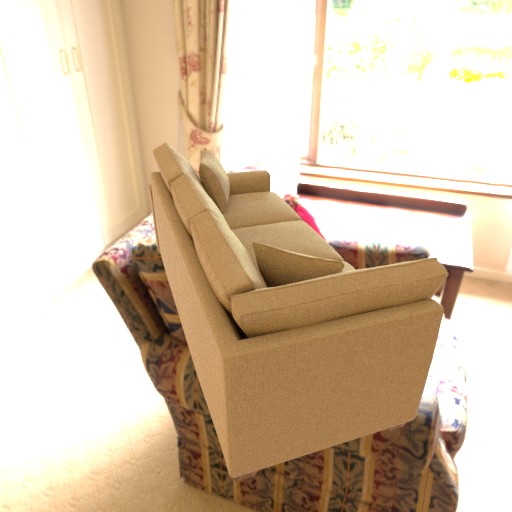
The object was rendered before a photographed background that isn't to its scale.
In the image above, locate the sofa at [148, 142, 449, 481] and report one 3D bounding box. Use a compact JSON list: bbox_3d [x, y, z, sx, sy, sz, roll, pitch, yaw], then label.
[{"bbox_3d":[0.000,0.000,2.840,1.061,0.962,2.317,-10,31,-16],"label":"sofa"}]
